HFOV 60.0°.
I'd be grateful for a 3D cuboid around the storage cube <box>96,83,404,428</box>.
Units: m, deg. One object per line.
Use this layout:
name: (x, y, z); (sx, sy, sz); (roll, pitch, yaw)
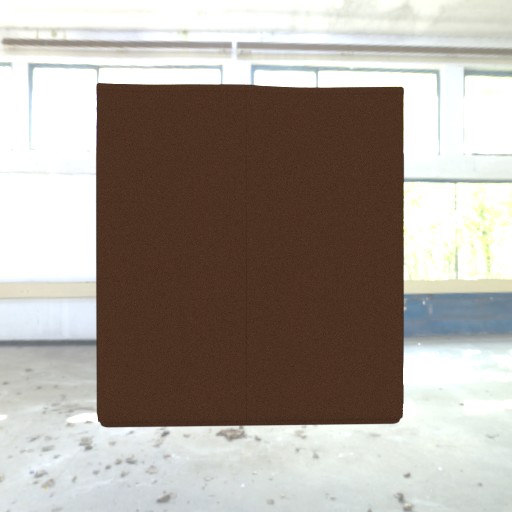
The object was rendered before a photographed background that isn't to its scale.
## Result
storage cube: (0.000, 0.000, 0.492); (0.270, 0.280, 0.270); (0, 0, -2)
